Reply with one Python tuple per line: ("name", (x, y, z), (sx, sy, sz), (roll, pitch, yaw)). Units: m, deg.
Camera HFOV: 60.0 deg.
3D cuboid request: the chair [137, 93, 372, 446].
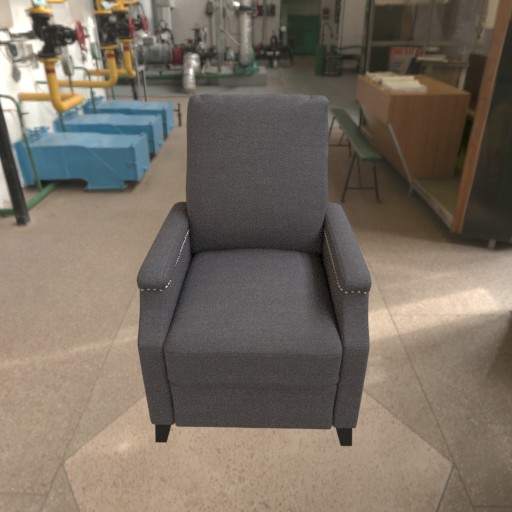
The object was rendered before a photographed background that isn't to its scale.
("chair", (0.000, 0.000, 1.655), (0.710, 1.049, 0.922), (1, 29, 1))
